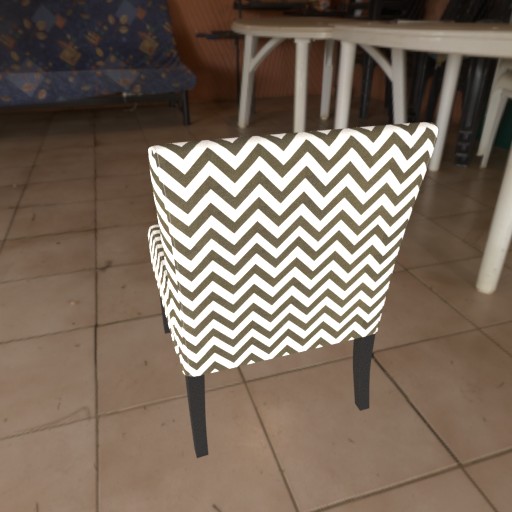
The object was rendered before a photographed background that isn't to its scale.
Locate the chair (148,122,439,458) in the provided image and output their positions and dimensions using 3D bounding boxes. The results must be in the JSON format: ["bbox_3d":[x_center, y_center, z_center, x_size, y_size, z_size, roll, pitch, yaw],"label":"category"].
[{"bbox_3d":[0.000,0.000,1.279,0.589,0.838,0.648,-9,30,-16],"label":"chair"}]
